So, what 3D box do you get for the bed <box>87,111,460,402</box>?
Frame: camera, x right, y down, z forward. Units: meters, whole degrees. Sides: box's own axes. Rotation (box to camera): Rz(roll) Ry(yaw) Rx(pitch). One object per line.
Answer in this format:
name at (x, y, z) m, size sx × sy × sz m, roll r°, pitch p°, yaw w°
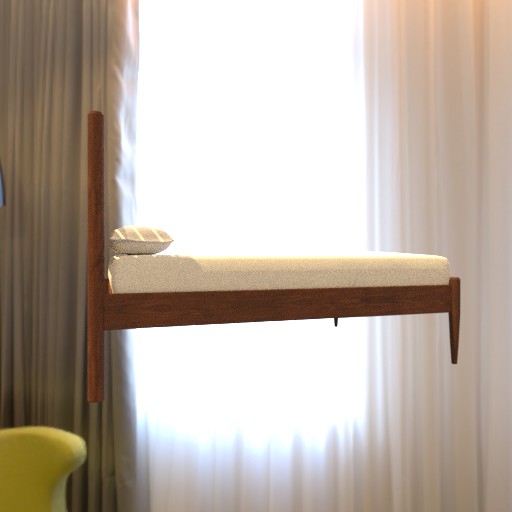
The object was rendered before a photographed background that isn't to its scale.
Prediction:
bed at (0.000, 0.000, 3.016) m, size 2.093 × 1.304 × 1.509 m, roll 0°, pitch 0°, yaw -19°
